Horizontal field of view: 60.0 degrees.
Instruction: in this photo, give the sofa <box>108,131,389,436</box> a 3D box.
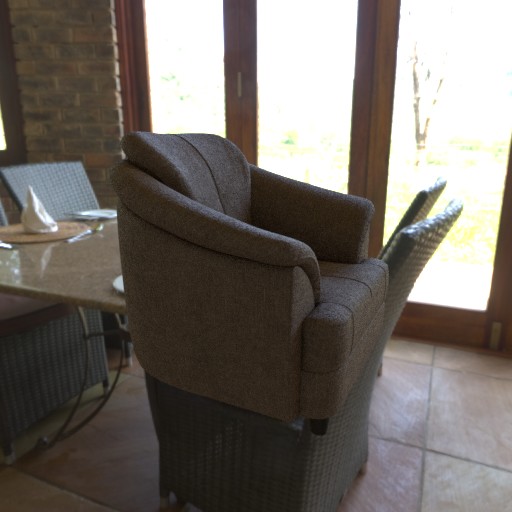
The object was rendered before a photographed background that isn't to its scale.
[{"bbox_3d":[0.000,0.000,1.500,0.794,0.811,0.870,7,16,26],"label":"sofa"}]
